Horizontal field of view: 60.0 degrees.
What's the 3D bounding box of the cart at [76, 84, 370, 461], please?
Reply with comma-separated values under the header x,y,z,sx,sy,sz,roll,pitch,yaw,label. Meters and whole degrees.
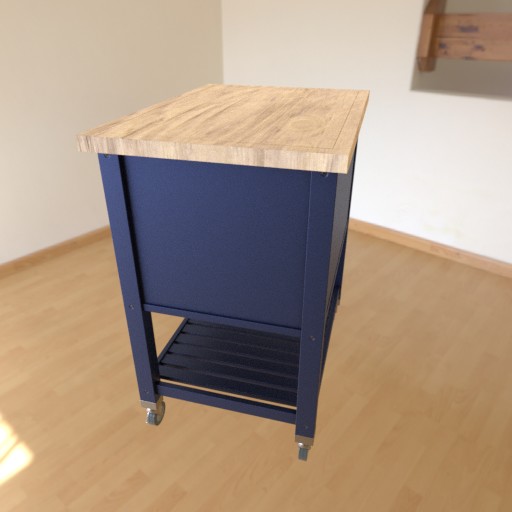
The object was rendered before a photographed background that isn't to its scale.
x,y,z,sx,sy,sz,roll,pitch,yaw,label
0.000,0.000,1.423,0.567,0.920,0.797,8,30,13,cart
